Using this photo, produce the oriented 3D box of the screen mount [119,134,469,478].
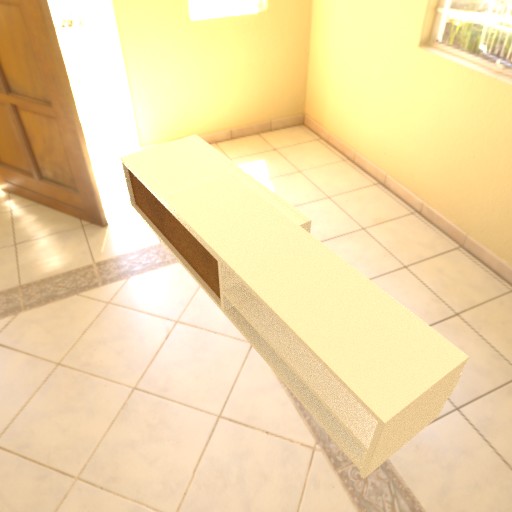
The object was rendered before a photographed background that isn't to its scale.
[{"bbox_3d":[0.000,0.000,1.795,0.420,0.320,1.680,-25,47,-26],"label":"screen mount"}]
